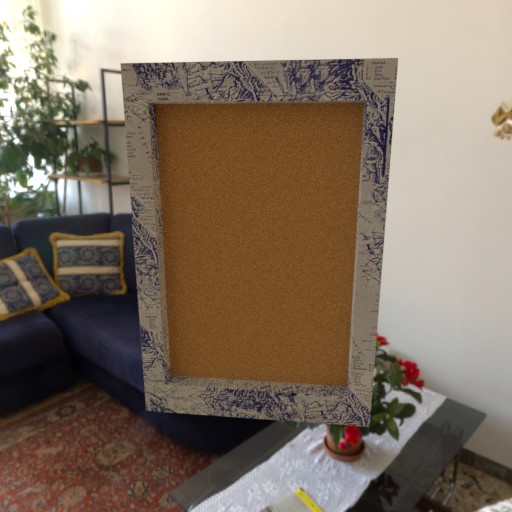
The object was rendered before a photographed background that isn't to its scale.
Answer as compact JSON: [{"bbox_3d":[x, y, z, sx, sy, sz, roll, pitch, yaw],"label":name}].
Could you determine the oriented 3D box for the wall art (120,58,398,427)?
[{"bbox_3d":[0.000,0.000,0.743,0.408,0.601,0.040,2,15,6],"label":"wall art"}]
